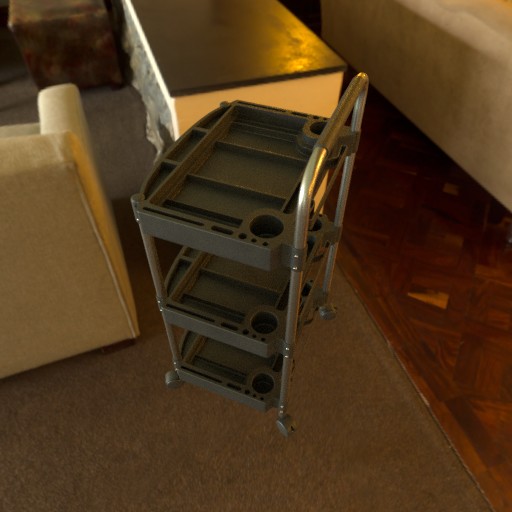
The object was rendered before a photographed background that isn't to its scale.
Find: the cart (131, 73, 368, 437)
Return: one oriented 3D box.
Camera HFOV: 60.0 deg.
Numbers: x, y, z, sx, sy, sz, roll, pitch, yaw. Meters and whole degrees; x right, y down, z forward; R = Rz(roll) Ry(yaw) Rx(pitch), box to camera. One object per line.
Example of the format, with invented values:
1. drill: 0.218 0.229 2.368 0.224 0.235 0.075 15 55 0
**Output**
1. cart: 0.000 0.000 1.378 0.518 1.075 0.584 16 49 15
